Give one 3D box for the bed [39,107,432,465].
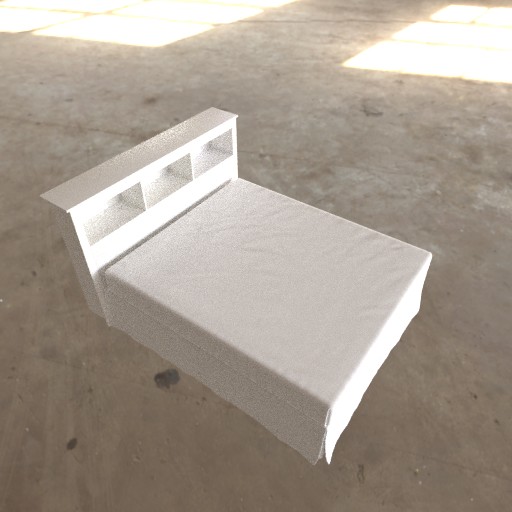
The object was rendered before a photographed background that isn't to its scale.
[{"bbox_3d":[0.000,0.000,3.159,2.133,1.092,1.671,25,47,26],"label":"bed"}]
